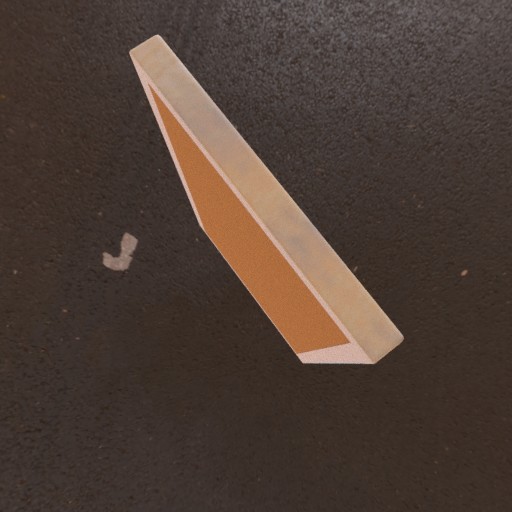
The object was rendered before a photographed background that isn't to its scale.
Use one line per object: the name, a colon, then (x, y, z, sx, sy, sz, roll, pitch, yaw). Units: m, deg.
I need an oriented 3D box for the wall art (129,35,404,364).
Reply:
wall art: (0.000, 0.000, 0.728, 0.038, 0.610, 0.401, -36, 79, -8)
